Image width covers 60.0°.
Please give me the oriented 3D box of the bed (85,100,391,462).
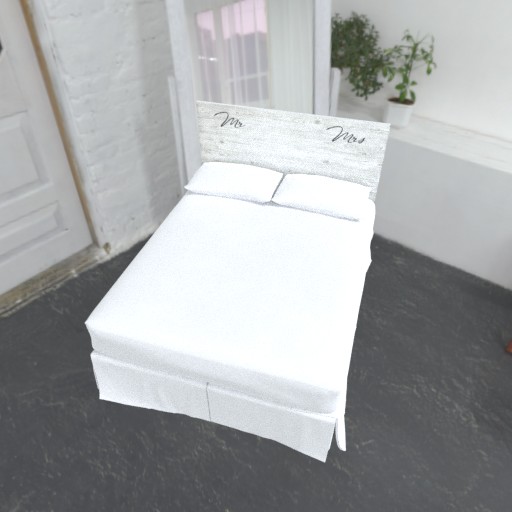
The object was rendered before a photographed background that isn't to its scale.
[{"bbox_3d":[0.000,0.000,3.238,1.745,1.335,2.094,11,42,13],"label":"bed"}]
